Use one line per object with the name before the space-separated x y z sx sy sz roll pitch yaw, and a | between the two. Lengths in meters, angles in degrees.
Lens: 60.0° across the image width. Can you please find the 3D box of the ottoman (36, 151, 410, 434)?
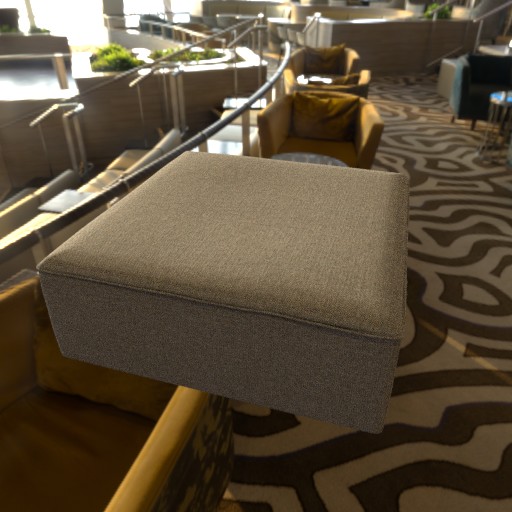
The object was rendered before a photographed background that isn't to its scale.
ottoman | 0.000 0.000 1.603 1.017 0.423 1.023 10 33 15
